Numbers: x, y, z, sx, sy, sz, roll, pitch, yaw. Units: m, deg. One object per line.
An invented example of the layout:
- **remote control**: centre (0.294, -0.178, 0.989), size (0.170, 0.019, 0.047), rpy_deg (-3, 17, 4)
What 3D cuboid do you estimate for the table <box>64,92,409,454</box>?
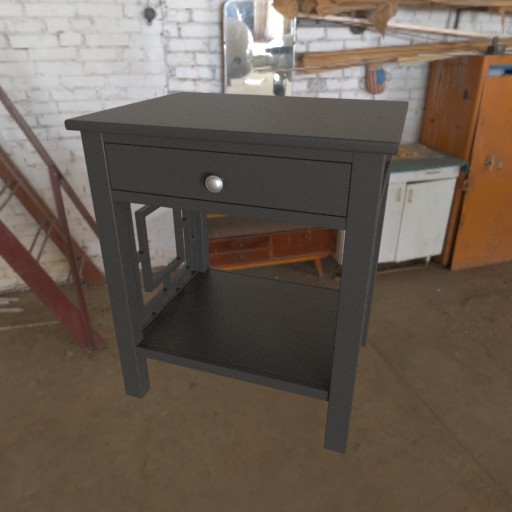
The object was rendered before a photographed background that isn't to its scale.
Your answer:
- **table**: centre (0.000, 0.000, 1.019), size (0.564, 0.646, 0.451), rpy_deg (9, 28, 17)
